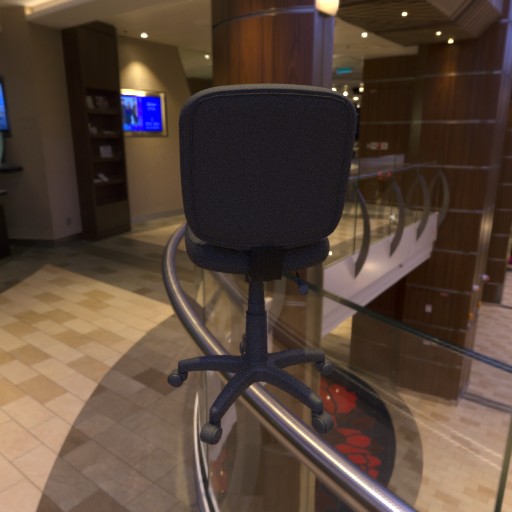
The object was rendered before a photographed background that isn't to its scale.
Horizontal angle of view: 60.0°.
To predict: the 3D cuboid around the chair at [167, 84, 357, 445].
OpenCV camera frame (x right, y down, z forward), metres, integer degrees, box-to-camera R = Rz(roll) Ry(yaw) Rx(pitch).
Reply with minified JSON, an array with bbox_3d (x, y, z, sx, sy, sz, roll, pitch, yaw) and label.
[{"bbox_3d":[0.000,0.000,1.411,0.610,0.972,0.610,-2,15,-8],"label":"chair"}]
